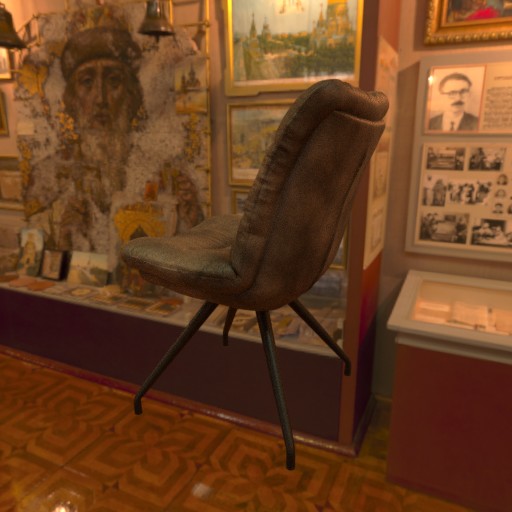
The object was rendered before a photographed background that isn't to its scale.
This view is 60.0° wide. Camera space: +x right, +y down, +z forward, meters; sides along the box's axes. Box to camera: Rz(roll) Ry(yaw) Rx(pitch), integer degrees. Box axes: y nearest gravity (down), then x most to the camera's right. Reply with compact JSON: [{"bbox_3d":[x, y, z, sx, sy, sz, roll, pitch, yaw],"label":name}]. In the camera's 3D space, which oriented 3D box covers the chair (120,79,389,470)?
[{"bbox_3d":[0.000,0.000,1.238,0.622,0.870,0.549,8,17,26],"label":"chair"}]
